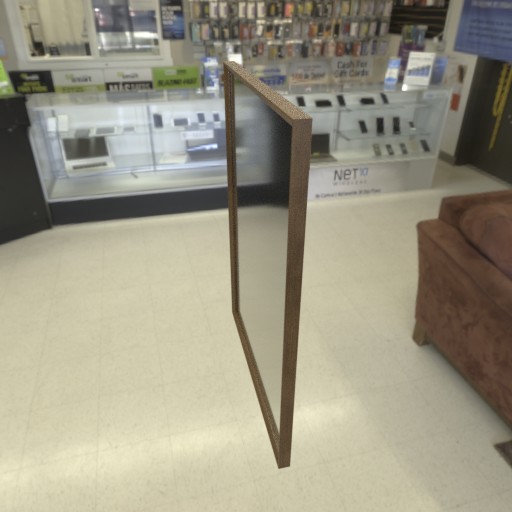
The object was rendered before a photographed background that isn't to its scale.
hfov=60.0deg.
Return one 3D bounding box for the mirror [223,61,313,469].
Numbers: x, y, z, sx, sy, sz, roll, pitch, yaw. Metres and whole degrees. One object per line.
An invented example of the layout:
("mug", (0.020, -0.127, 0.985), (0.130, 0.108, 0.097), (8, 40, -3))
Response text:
("mirror", (0.000, 0.000, 1.369), (0.041, 1.016, 0.762), (-7, 32, -11))
